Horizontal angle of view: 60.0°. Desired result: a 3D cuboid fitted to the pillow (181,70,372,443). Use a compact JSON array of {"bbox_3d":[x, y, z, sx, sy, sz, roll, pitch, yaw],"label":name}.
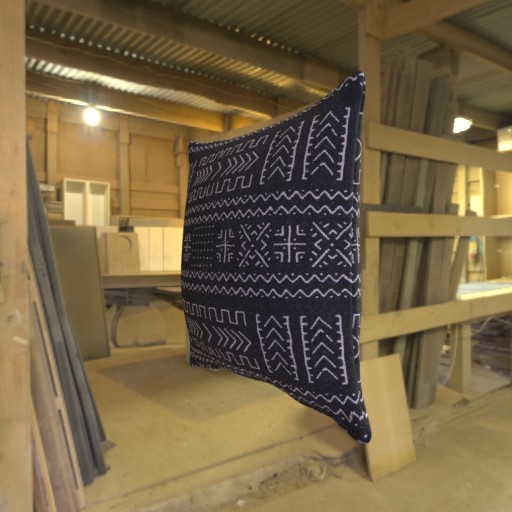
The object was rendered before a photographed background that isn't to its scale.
[{"bbox_3d":[0.000,0.000,0.672,0.164,0.430,0.438,0,1,-35],"label":"pillow"}]
